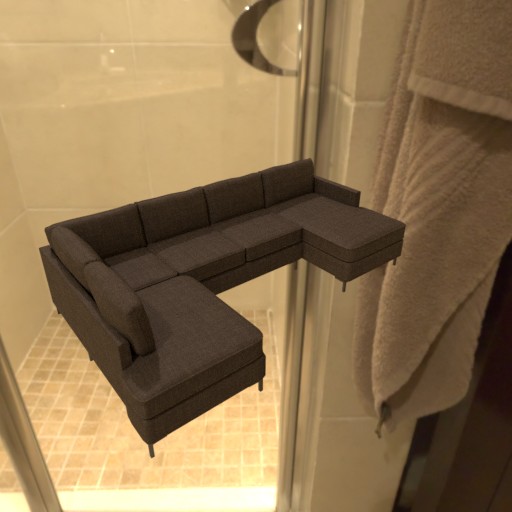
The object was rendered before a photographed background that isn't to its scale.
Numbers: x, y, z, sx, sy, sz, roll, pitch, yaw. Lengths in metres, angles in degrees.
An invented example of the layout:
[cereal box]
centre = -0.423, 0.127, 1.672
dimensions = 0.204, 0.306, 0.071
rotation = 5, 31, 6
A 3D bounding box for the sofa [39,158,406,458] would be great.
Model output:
[sofa]
centre = 0.000, 0.000, 4.281
dimensions = 3.423, 0.999, 2.048
rotation = -21, 36, -33
